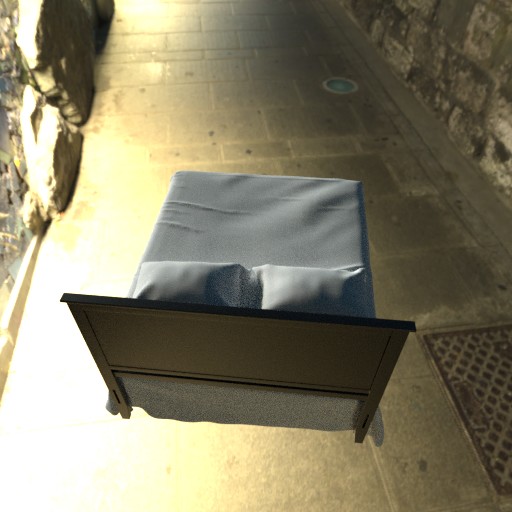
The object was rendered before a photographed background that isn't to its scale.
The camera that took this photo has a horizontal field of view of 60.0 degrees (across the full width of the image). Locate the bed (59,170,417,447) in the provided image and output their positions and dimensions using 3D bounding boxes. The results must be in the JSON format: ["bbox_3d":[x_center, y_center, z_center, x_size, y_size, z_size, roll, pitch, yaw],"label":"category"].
[{"bbox_3d":[0.000,0.000,3.185,1.870,1.270,2.050,4,46,4],"label":"bed"}]
